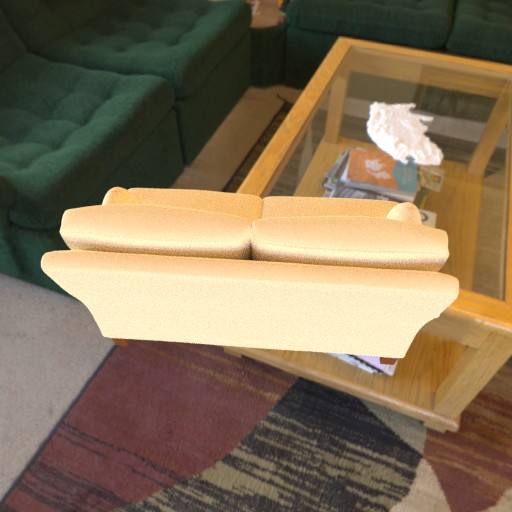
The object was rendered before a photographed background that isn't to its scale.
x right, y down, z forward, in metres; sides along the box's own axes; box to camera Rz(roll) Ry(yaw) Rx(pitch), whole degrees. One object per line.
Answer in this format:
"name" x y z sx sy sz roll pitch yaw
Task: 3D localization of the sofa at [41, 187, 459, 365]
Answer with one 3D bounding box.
"sofa" 0.000 0.000 2.536 1.853 1.101 1.084 3 49 3
